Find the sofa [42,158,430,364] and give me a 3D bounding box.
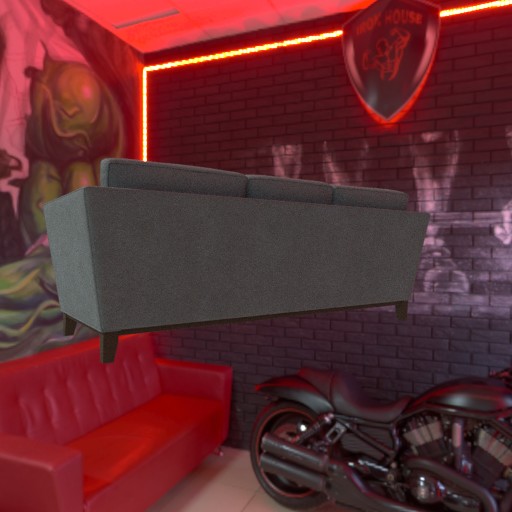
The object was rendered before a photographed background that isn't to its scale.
[{"bbox_3d":[0.000,0.000,2.888,2.387,0.940,0.965,-1,1,-35],"label":"sofa"}]
